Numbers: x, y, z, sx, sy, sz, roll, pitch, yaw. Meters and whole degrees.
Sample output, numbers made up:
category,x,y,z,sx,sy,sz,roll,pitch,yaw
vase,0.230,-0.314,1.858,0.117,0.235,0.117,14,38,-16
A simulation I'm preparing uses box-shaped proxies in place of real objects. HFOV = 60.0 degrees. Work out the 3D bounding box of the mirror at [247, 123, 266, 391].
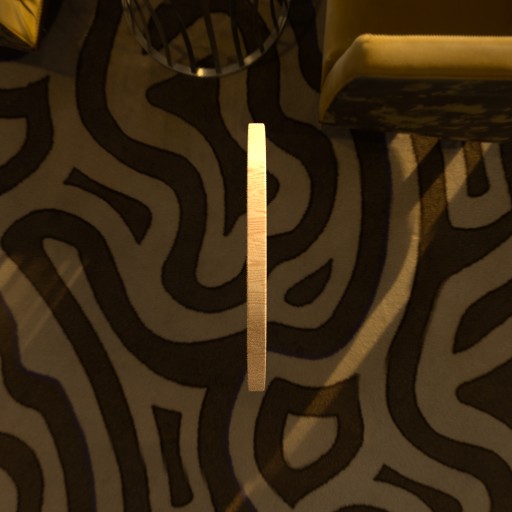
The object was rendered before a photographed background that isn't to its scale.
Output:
category,x,y,z,sx,sy,sz,roll,pitch,yaw
mirror,0.000,0.000,1.380,0.037,1.075,0.724,0,91,0
